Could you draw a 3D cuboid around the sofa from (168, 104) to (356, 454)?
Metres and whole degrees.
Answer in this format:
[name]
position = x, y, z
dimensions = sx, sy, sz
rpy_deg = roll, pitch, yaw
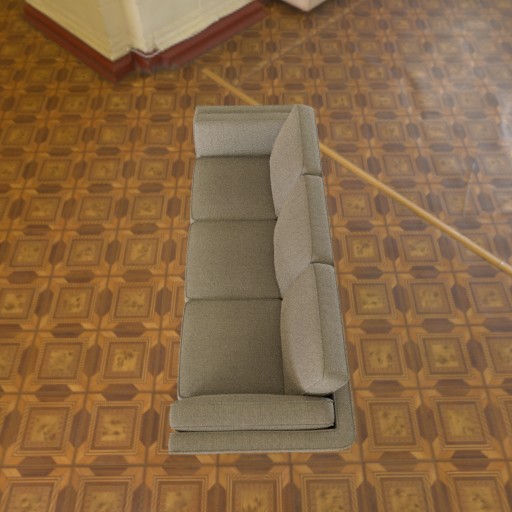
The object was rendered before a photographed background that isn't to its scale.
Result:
[sofa]
position = 0.000, 0.000, 2.820
dimensions = 0.903, 0.899, 2.362
rpy_deg = -1, 58, -1
